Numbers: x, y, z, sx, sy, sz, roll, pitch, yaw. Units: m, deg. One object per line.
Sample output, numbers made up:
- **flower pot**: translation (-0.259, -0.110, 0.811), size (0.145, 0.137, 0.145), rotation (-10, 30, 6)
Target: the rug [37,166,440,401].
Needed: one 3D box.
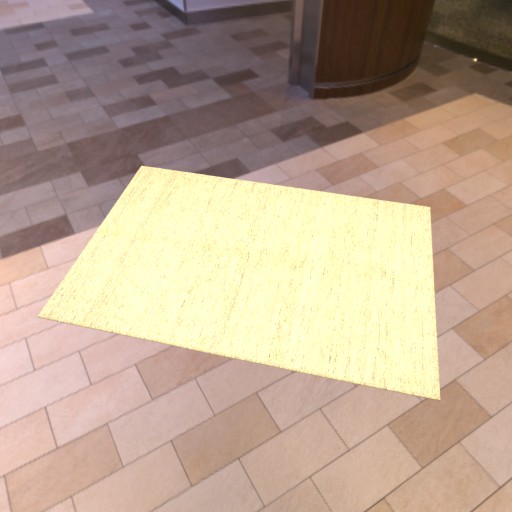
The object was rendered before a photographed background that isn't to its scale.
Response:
- **rug**: translation (0.000, 0.000, 2.384), size (1.850, 0.015, 1.250), rotation (10, 48, 9)
